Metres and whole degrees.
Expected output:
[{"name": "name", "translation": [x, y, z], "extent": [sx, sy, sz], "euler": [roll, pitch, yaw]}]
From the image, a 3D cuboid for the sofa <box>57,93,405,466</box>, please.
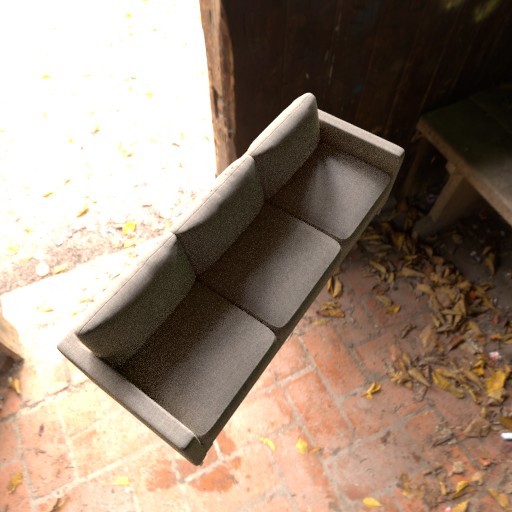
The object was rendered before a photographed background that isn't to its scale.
[{"name": "sofa", "translation": [0.000, 0.000, 2.694], "extent": [0.859, 0.874, 2.218], "euler": [31, 63, 18]}]
